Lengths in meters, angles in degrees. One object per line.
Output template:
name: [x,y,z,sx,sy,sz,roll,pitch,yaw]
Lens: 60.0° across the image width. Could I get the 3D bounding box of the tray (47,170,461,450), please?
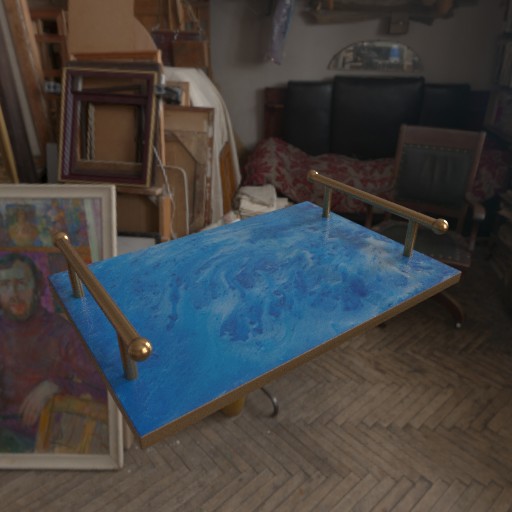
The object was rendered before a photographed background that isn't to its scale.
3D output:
tray: [0.000,0.000,0.560,0.444,0.084,0.304,-19,34,-31]
